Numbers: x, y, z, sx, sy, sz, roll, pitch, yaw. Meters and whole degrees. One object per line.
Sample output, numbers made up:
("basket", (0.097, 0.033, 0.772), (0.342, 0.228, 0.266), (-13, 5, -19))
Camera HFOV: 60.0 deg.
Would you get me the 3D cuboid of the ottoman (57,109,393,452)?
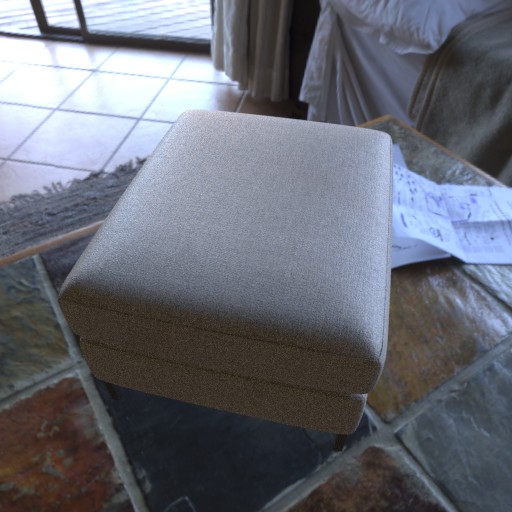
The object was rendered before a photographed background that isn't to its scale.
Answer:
("ottoman", (0.000, 0.000, 1.231), (0.671, 0.490, 0.820), (10, 47, 9))
